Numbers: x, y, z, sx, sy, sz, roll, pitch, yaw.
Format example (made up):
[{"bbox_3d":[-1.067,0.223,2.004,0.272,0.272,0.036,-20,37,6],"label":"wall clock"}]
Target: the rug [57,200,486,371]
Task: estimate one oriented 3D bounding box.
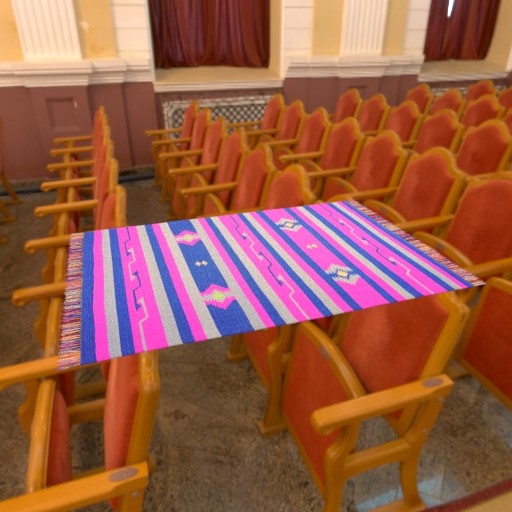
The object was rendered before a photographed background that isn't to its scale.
[{"bbox_3d":[0.000,0.000,2.891,2.350,0.013,1.539,-9,28,-16],"label":"rug"}]
